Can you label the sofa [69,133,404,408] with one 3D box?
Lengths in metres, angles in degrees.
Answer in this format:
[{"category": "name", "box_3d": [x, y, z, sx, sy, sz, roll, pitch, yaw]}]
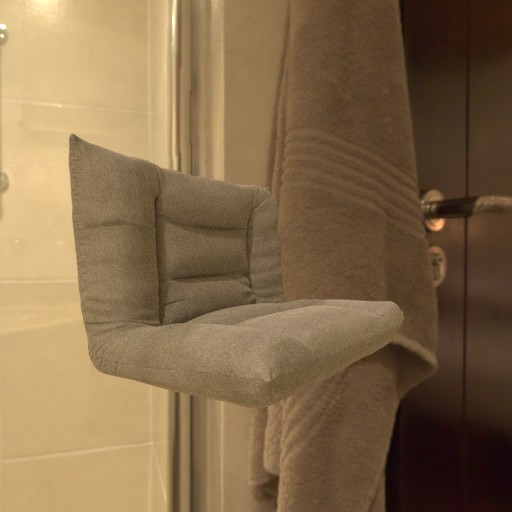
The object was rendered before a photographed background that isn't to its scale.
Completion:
[{"category": "sofa", "box_3d": [0.000, 0.000, 1.710, 0.847, 0.795, 1.144, 0, 1, 35]}]
